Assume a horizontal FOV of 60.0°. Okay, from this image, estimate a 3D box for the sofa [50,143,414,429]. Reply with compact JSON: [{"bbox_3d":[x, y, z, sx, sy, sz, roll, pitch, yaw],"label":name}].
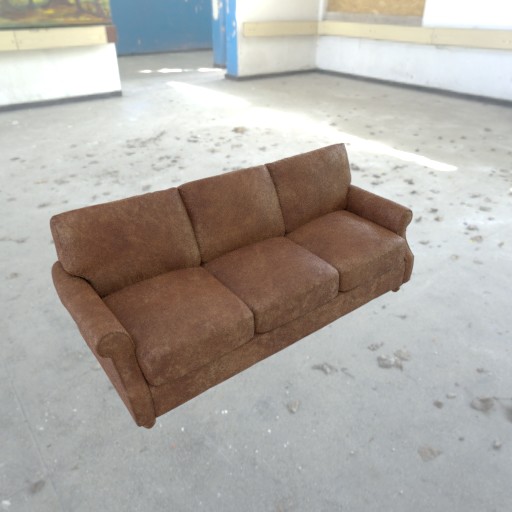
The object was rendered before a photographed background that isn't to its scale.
[{"bbox_3d":[0.000,0.000,2.875,2.351,0.977,0.973,-21,37,-31],"label":"sofa"}]
